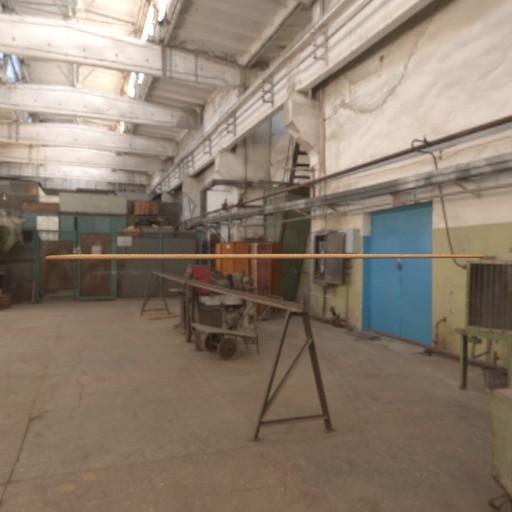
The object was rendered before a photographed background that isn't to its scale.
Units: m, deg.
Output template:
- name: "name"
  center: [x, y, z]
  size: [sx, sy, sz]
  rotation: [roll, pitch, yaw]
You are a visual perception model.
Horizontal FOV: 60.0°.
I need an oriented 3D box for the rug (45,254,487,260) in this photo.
- name: "rug"
  center: [0.000, 0.000, 2.085]
  size: [1.678, 0.013, 1.078]
  rotation: [0, 0, -18]
